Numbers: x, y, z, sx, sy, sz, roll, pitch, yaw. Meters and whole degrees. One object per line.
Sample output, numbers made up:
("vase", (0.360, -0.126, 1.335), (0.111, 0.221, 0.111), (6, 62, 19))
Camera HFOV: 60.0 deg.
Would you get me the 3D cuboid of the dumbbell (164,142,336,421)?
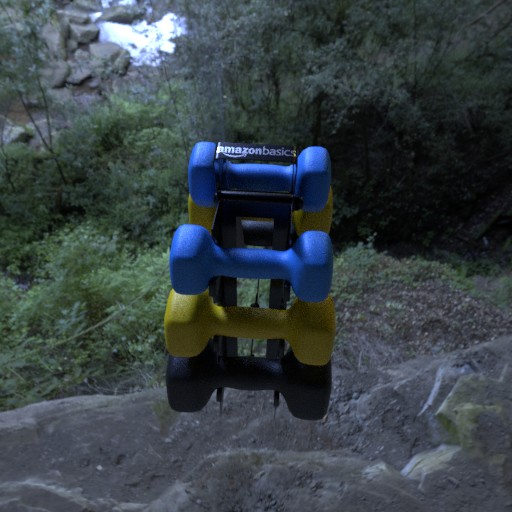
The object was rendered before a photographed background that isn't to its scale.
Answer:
("dumbbell", (0.000, 0.000, 0.669), (0.255, 0.426, 0.409), (4, 57, 2))
